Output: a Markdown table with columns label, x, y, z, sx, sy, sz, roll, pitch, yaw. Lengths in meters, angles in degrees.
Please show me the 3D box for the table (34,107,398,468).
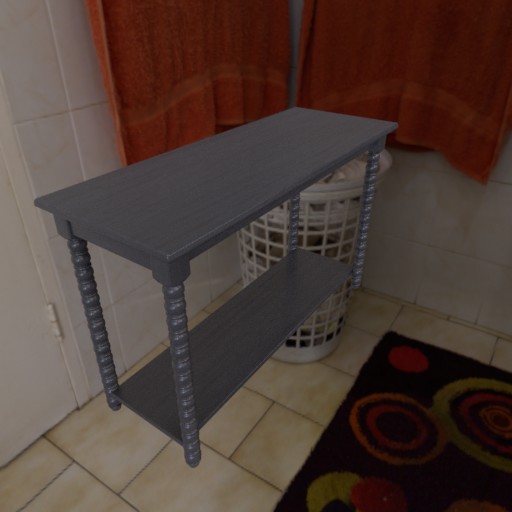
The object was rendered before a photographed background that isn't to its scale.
| label | x | y | z | sx | sy | sz | roll | pitch | yaw |
| --- | --- | --- | --- | --- | --- | --- | --- | --- | --- |
| table | 0.000 | 0.000 | 1.529 | 0.459 | 0.735 | 1.184 | 20 | 37 | 30 |
